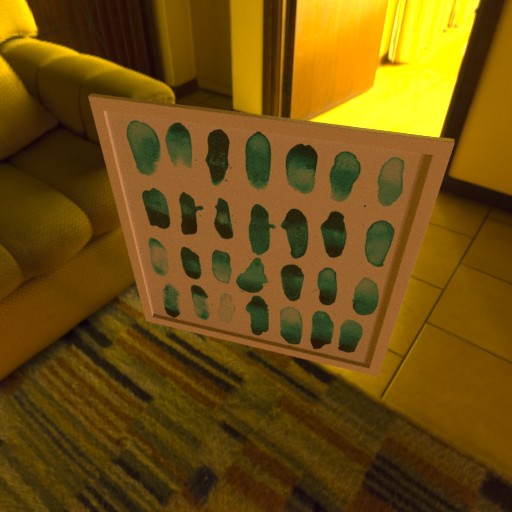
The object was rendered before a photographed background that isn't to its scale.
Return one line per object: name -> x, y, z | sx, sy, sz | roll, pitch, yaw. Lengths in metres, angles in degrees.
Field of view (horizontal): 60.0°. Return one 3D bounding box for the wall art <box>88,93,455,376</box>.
wall art -> 0.000, 0.000, 0.689 | 0.456, 0.457, 0.009 | 11, 43, 12
